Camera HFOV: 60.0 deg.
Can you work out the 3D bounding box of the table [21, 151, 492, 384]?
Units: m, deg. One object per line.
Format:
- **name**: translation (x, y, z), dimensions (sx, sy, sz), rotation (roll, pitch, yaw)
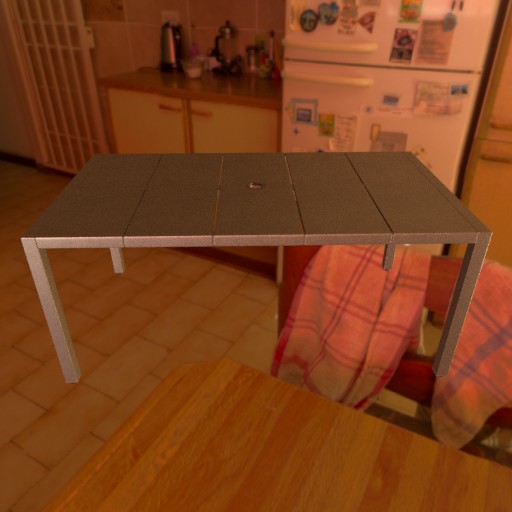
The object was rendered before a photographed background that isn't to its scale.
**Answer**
- **table**: translation (0.000, 0.000, 2.154), dimensions (1.680, 0.735, 0.914), rotation (-1, 31, -1)
